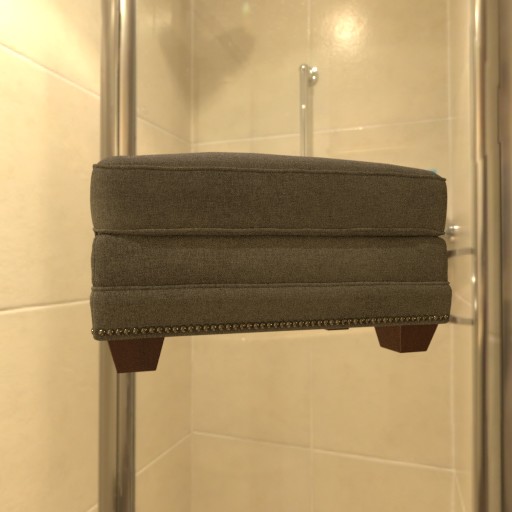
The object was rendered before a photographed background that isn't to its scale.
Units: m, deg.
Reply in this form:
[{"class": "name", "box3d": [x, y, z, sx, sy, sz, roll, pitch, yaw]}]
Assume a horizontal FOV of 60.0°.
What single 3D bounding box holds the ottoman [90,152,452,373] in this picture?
[{"class": "ottoman", "box3d": [0.000, 0.000, 1.162, 0.813, 0.457, 0.561, 0, -1, -18]}]
